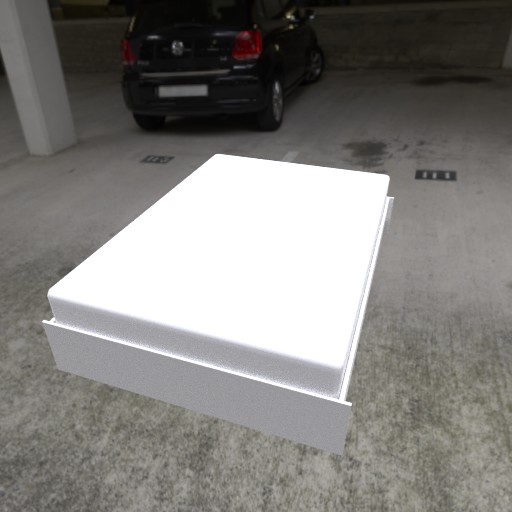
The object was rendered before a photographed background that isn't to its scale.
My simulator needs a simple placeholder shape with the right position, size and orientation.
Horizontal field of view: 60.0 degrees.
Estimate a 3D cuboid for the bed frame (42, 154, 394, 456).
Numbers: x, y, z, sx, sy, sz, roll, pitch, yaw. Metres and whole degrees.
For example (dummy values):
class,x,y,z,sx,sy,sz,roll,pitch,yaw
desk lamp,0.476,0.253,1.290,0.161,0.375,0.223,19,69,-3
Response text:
class,x,y,z,sx,sy,sz,roll,pitch,yaw
bed frame,0.000,0.000,2.686,1.445,0.497,1.945,11,34,16
